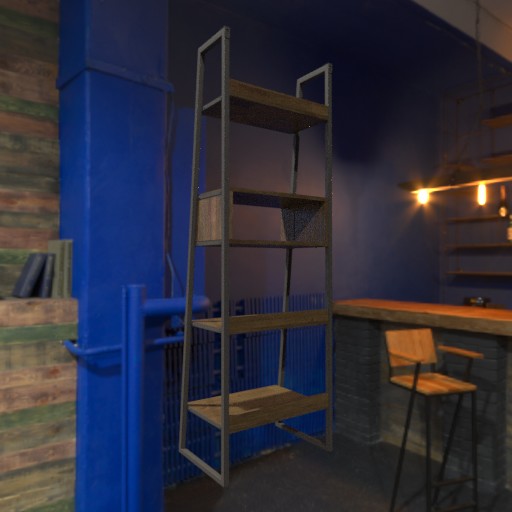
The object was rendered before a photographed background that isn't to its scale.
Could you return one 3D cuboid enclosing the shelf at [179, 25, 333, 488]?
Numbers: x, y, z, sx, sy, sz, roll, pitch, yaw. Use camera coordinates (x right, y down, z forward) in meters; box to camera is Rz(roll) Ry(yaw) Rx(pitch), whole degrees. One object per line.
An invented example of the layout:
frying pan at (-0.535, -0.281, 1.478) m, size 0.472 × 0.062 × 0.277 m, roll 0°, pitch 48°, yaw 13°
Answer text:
shelf at (0.000, 0.000, 2.290) m, size 0.652 × 2.005 × 0.454 m, roll 1°, pitch -1°, yaw -35°
